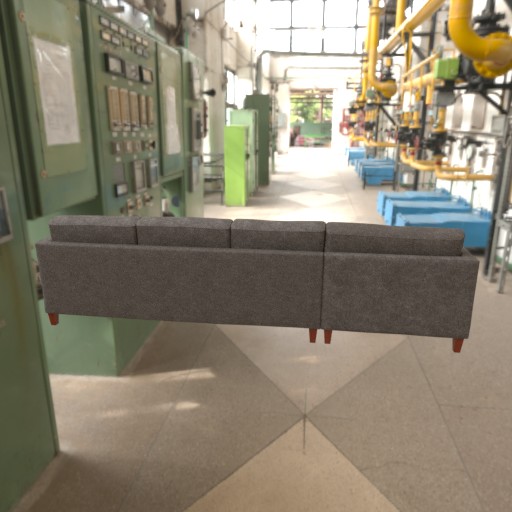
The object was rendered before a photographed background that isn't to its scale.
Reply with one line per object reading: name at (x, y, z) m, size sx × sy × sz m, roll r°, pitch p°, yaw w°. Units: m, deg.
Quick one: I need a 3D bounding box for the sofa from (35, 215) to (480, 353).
sofa at (0.000, 0.000, 4.197) m, size 3.471 × 0.954 × 1.606 m, roll 2°, pitch 17°, yaw 8°
